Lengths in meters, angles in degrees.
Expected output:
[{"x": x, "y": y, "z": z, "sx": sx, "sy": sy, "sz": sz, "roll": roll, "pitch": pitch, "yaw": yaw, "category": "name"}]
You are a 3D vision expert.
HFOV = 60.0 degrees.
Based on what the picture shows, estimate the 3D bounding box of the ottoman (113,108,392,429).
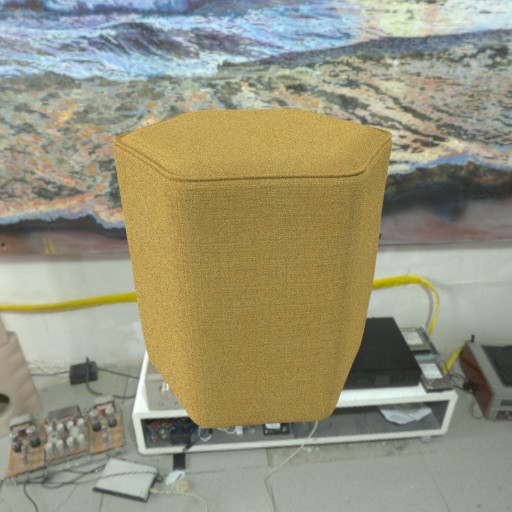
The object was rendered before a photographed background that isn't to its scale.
[{"x": 0.000, "y": 0.000, "z": 0.888, "sx": 0.443, "sy": 0.502, "sz": 0.494, "roll": -19, "pitch": 34, "yaw": -30, "category": "ottoman"}]
